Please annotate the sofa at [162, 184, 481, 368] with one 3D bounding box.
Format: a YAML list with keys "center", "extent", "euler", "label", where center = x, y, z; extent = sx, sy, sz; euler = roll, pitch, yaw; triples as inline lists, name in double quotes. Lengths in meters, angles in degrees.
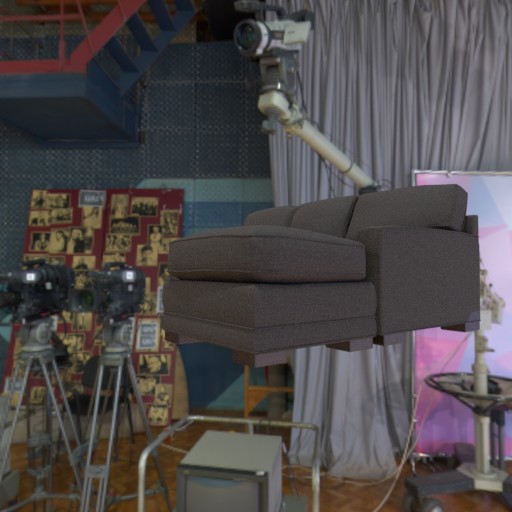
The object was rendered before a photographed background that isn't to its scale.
- center: [0.000, 0.000, 3.220]
  extent: [1.790, 0.973, 2.370]
  euler: [1, -2, -36]
  label: "sofa"
